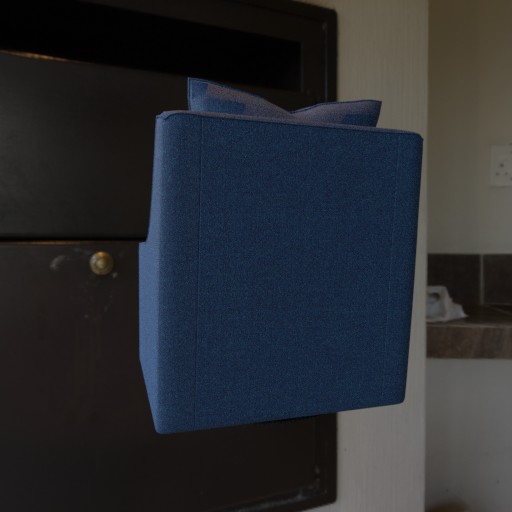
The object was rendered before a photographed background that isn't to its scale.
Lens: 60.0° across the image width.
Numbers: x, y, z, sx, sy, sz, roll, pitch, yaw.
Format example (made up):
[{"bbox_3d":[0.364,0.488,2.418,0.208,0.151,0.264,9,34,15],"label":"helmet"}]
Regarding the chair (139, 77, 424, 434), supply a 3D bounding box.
[{"bbox_3d":[0.000,0.000,1.548,0.750,0.939,0.870,0,2,-18],"label":"chair"}]
